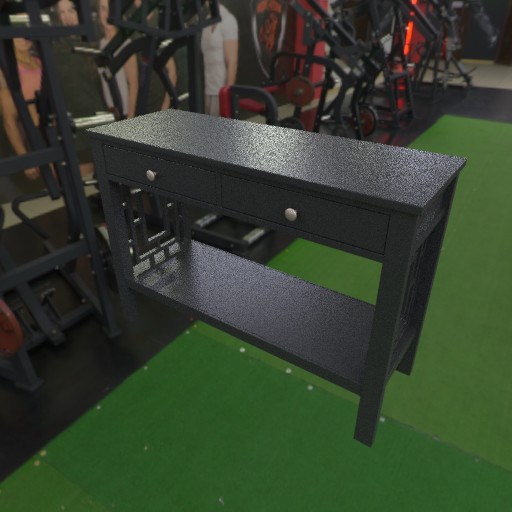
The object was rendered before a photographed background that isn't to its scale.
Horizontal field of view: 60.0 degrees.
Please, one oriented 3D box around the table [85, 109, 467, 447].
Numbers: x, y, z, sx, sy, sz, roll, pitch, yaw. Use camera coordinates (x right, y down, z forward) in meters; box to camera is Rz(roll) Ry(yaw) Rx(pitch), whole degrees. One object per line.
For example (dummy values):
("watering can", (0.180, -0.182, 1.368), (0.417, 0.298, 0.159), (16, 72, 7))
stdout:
("table", (0.000, 0.000, 1.467), (1.068, 0.753, 0.397), (19, 35, 30))
